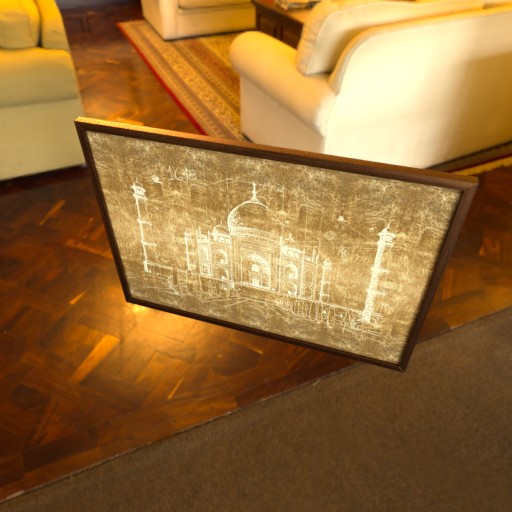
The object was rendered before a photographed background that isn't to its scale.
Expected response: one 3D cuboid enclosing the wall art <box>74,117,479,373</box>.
[{"bbox_3d":[0.000,0.000,0.559,0.431,0.304,0.012,12,43,13],"label":"wall art"}]
